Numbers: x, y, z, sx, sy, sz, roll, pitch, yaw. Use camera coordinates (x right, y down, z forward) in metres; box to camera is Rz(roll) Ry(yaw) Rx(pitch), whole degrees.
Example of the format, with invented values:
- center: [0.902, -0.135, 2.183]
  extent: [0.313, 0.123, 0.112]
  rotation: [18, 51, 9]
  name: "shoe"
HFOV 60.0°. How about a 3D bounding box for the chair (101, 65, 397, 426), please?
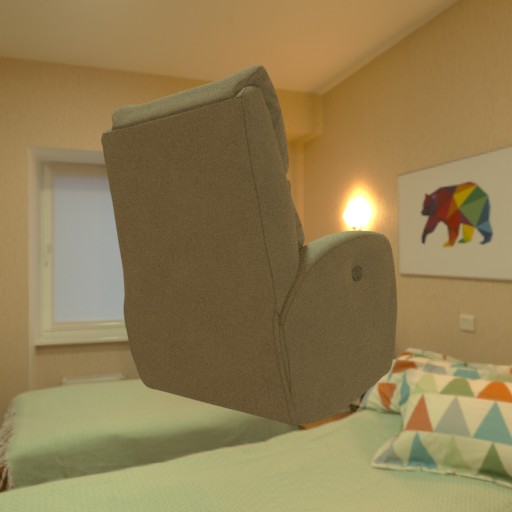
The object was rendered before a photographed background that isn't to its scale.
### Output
- center: [0.000, 0.000, 1.642]
  extent: [0.794, 1.021, 0.940]
  rotation: [0, 0, 36]
  name: "chair"
